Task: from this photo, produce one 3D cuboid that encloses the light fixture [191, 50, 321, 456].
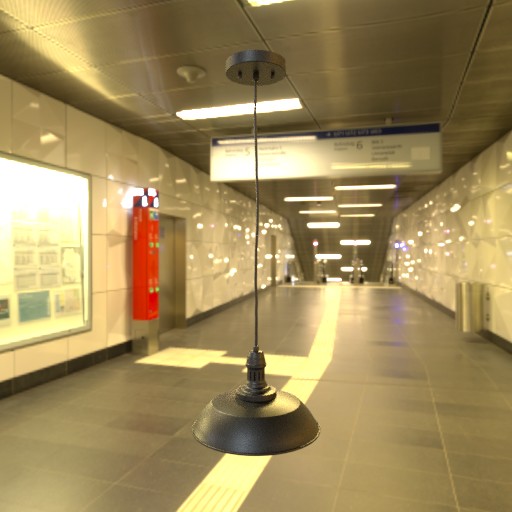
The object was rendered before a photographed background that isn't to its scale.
[{"bbox_3d":[0.000,0.000,1.147,0.331,0.993,0.331,0,0,-2],"label":"light fixture"}]
